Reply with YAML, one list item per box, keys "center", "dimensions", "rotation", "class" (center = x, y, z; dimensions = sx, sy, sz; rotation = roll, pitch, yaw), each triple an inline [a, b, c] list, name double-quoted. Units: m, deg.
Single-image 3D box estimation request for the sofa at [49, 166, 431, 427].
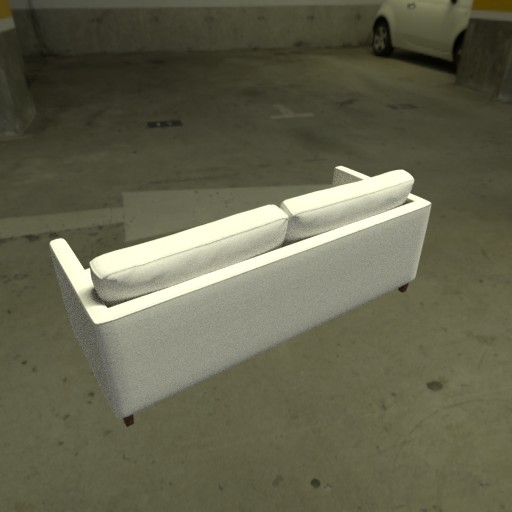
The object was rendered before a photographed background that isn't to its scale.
- center: [0.000, 0.000, 2.977]
  dimensions: [2.361, 0.962, 0.951]
  rotation: [-19, 36, -29]
  class: "sofa"
